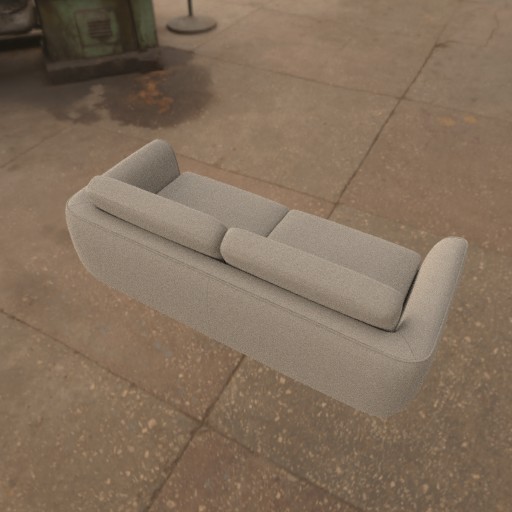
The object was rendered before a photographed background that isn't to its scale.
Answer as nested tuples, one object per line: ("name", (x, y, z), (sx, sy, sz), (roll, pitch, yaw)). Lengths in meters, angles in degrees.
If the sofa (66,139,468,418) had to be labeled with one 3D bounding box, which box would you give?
("sofa", (0.000, 0.000, 2.415), (2.000, 0.850, 0.920), (22, 49, 21))
